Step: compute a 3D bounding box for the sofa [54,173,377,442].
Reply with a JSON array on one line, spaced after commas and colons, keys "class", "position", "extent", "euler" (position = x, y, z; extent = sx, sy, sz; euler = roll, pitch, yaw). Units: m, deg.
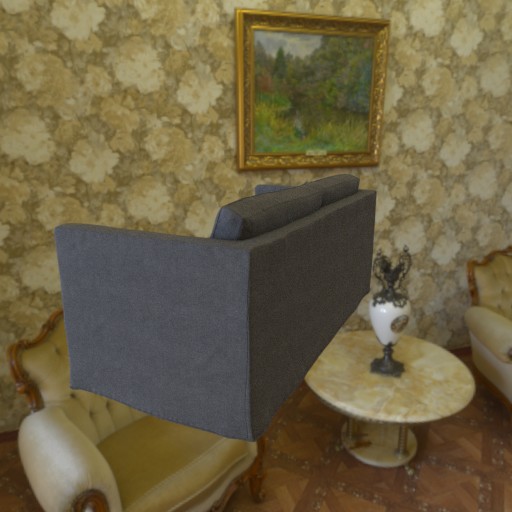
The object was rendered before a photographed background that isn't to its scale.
[{"class": "sofa", "position": [0.000, 0.000, 2.527], "extent": [0.953, 0.855, 1.982], "euler": [7, 16, 25]}]
